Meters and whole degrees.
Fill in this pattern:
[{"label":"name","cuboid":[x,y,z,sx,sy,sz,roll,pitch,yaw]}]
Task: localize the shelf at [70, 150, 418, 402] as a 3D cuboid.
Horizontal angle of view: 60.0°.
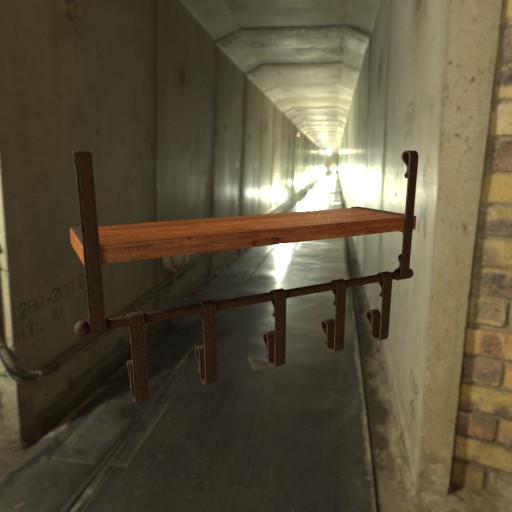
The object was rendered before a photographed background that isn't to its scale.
[{"label":"shelf","cuboid":[0.000,0.000,0.712,0.567,0.330,0.146,-7,15,-27]}]
